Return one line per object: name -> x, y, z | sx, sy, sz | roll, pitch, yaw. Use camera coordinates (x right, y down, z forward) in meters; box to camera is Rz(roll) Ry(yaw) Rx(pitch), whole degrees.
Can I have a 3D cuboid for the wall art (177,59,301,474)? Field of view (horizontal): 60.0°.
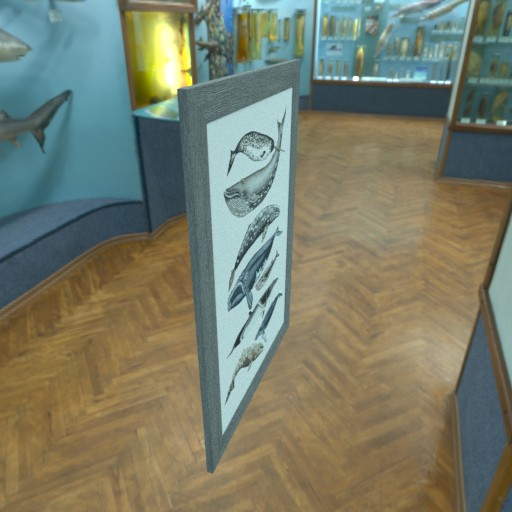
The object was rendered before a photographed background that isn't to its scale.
wall art -> 0.000, 0.000, 1.377 | 0.020, 1.070, 0.768 | 10, 30, 18
